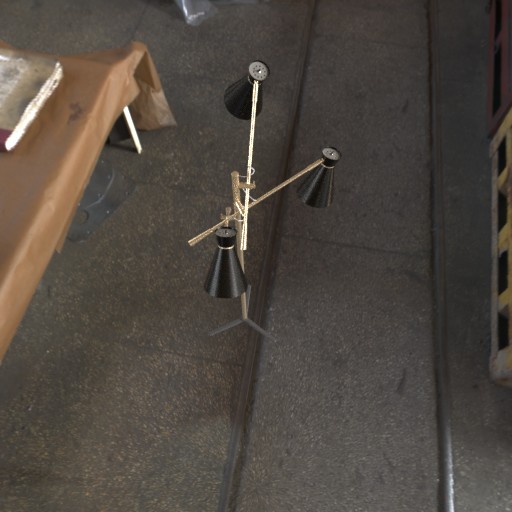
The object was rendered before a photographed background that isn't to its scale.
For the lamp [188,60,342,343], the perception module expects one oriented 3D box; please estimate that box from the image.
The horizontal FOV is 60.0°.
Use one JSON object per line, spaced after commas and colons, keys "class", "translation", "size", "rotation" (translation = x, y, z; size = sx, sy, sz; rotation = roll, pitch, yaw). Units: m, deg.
{"class": "lamp", "translation": [0.000, 0.000, 2.177], "size": [0.653, 1.804, 0.750], "rotation": [-21, 65, -11]}
